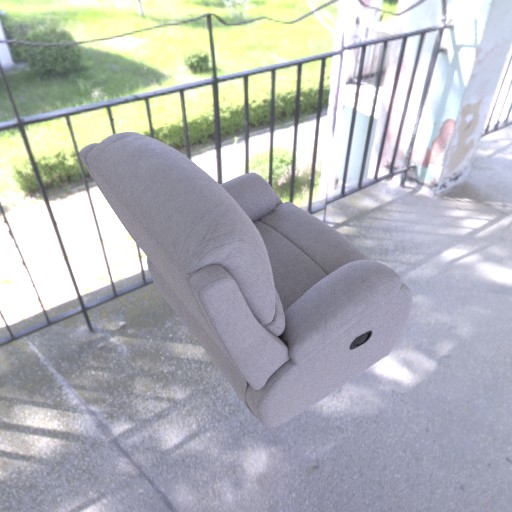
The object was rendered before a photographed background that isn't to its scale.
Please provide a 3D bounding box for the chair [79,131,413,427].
[{"bbox_3d":[0.000,0.000,1.707,0.899,1.011,0.930,-24,46,-26],"label":"chair"}]
